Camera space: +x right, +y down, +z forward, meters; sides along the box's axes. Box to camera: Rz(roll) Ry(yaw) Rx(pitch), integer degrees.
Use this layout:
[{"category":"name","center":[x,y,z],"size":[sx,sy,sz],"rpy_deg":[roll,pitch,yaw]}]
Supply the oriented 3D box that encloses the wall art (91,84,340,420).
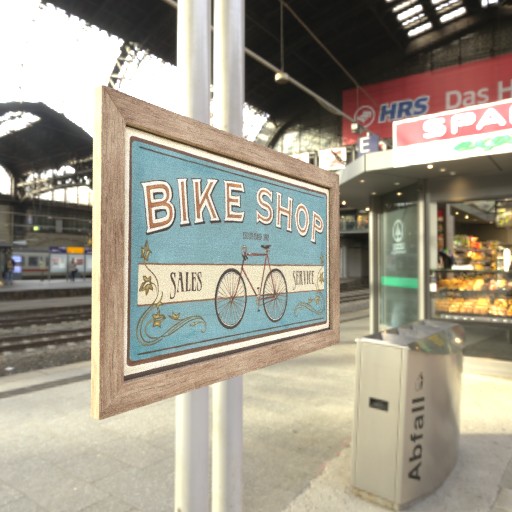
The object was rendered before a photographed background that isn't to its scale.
[{"category":"wall art","center":[0.000,0.000,0.952],"size":[0.021,0.480,0.780],"rpy_deg":[-1,-2,36]}]
